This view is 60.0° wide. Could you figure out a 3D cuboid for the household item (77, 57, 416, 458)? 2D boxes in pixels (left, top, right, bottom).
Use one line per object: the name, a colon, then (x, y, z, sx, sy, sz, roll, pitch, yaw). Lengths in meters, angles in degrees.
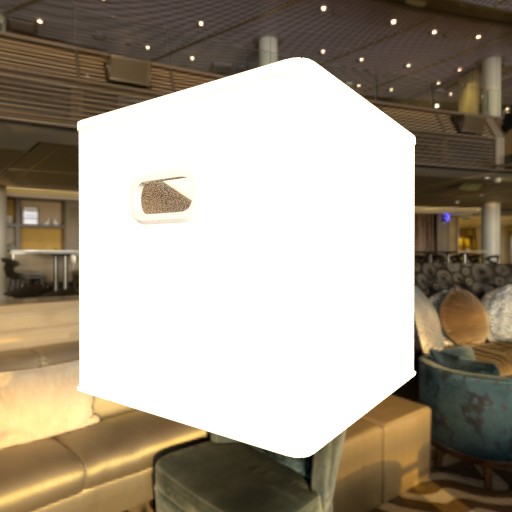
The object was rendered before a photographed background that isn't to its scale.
household item: (0.000, 0.000, 0.541, 0.305, 0.305, 0.305, 0, 0, 36)
